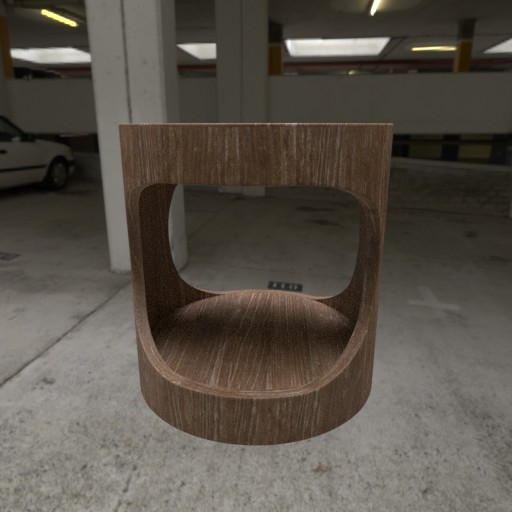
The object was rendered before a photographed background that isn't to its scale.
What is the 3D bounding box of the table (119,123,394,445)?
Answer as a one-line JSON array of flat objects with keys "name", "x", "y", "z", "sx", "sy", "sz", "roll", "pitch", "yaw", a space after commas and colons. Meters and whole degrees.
[{"name": "table", "x": 0.000, "y": 0.000, "z": 0.963, "sx": 0.527, "sy": 0.551, "sz": 0.527, "roll": 0, "pitch": 16, "yaw": 0}]
